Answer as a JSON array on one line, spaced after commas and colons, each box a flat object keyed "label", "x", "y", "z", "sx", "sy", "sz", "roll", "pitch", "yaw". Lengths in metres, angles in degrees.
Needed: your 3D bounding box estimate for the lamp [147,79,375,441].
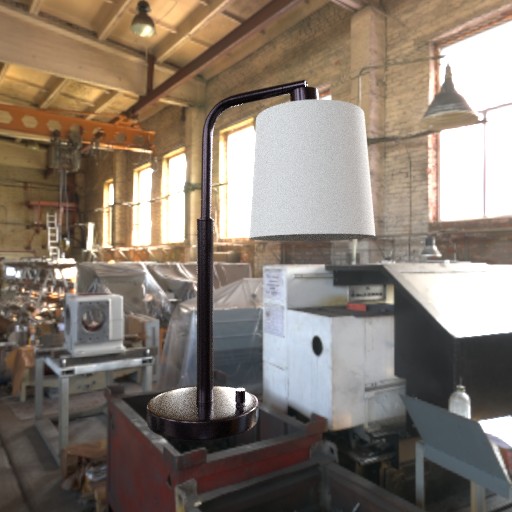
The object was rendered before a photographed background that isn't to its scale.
[{"label": "lamp", "x": 0.000, "y": 0.000, "z": 0.637, "sx": 0.333, "sy": 0.489, "sz": 0.171, "roll": 0, "pitch": -1, "yaw": 20}]
